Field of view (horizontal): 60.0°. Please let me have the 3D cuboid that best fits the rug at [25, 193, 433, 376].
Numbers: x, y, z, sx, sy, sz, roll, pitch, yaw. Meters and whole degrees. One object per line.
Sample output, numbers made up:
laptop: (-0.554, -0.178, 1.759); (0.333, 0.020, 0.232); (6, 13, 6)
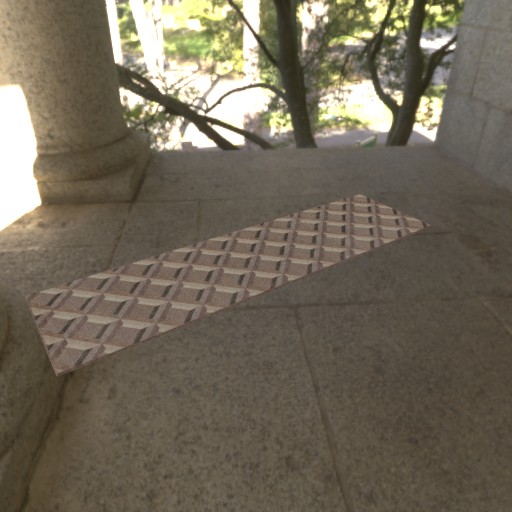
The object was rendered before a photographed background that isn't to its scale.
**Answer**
rug: (0.000, 0.000, 2.646); (2.437, 0.013, 0.685); (-19, 35, -29)
